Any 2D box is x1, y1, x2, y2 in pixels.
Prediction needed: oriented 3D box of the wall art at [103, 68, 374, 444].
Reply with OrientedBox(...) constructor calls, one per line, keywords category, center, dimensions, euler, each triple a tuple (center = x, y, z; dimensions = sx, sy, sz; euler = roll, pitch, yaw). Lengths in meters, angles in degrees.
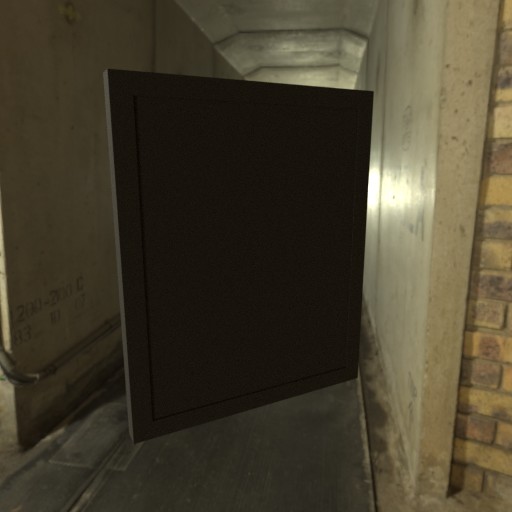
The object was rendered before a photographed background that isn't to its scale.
OrientedBox(category="wall art", center=(0.000, 0.000, 0.760), dimensions=(0.457, 0.559, 0.033), euler=(-7, 15, -27))
